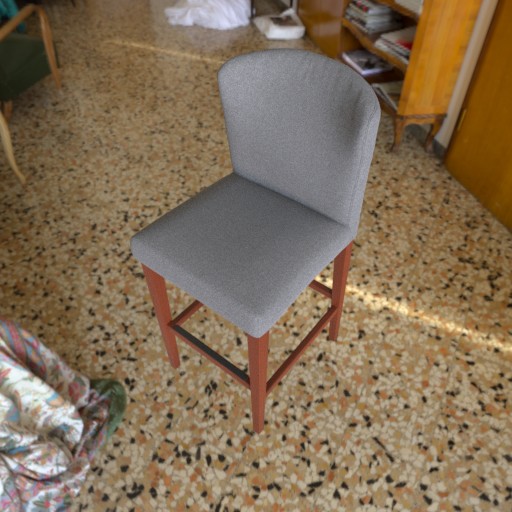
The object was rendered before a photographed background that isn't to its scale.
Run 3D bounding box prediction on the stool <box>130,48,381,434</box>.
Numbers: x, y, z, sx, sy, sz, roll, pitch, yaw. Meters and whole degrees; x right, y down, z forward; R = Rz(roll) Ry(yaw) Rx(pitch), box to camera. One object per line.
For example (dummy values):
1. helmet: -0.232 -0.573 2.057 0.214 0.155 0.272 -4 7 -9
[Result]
1. stool: 0.000 0.000 1.384 0.481 1.069 0.568 29 52 26
